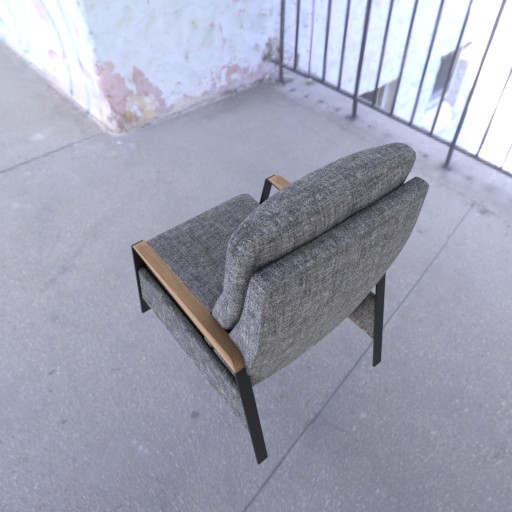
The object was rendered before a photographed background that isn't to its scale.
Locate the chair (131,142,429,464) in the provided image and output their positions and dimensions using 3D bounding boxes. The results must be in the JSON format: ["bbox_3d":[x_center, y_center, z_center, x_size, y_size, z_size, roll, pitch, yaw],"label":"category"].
[{"bbox_3d":[0.000,0.000,1.599,0.671,1.042,0.868,-30,54,-25],"label":"chair"}]
